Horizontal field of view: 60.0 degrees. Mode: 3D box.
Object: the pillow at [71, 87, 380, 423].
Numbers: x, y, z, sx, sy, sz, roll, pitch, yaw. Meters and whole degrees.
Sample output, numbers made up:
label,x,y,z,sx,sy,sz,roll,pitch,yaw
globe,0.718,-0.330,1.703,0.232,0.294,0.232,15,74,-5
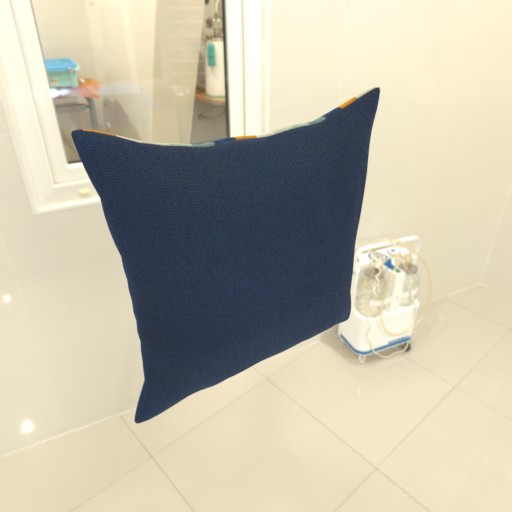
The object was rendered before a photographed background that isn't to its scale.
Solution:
label,x,y,z,sx,sy,sz,roll,pitch,yaw
pillow,0.000,0.000,0.685,0.463,0.454,0.173,-19,36,-29
